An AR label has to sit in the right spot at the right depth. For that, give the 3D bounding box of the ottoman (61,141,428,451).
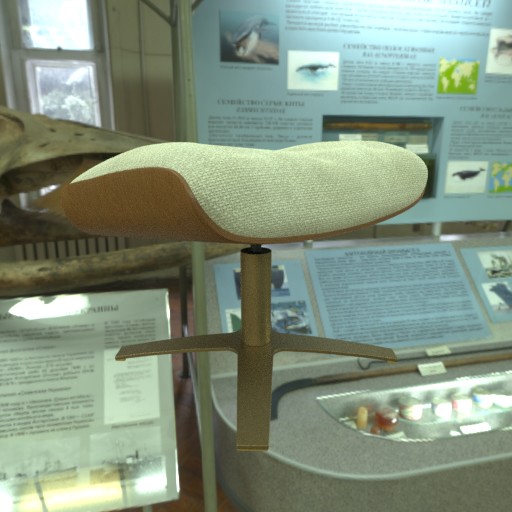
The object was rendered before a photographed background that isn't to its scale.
[{"bbox_3d":[0.000,0.000,0.779,0.520,0.391,0.394,-14,20,-42],"label":"ottoman"}]
